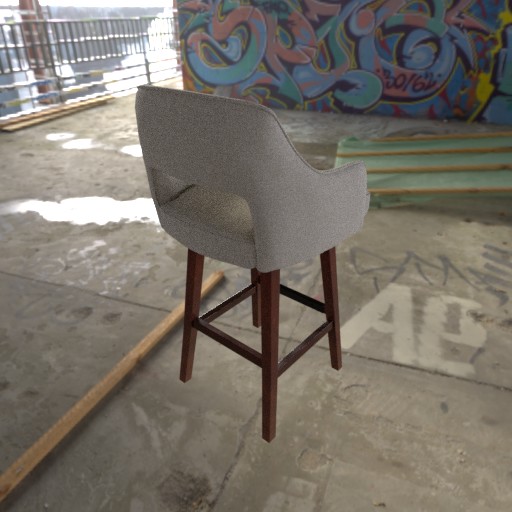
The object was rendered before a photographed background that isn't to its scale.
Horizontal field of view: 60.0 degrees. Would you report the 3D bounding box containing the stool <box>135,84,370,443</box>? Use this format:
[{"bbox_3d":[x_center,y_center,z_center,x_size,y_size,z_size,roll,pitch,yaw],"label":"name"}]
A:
[{"bbox_3d":[0.000,0.000,1.376,0.550,1.041,0.560,23,36,34],"label":"stool"}]
